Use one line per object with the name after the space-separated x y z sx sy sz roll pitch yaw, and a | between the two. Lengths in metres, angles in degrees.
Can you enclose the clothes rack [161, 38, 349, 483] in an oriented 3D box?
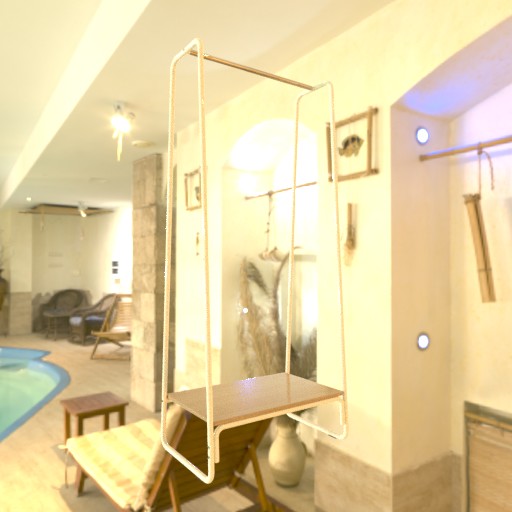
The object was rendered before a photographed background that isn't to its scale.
0.000 0.000 1.770 0.640 1.500 0.400 1 -1 -35 | clothes rack
